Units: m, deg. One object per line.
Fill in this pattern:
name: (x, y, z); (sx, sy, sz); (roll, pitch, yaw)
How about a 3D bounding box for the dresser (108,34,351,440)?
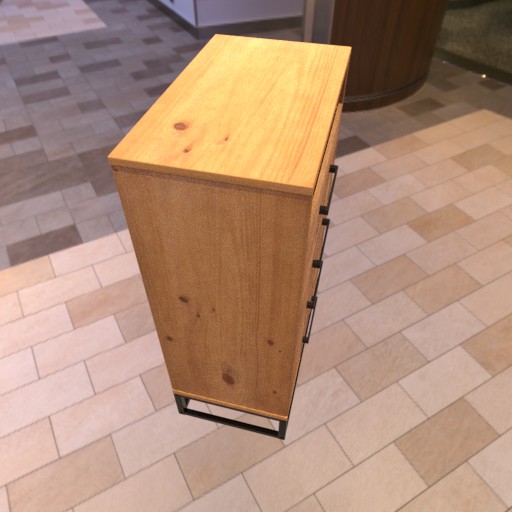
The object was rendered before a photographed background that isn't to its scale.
dresser: (0.000, 0.000, 1.617); (0.479, 1.240, 0.761); (10, 46, 10)
